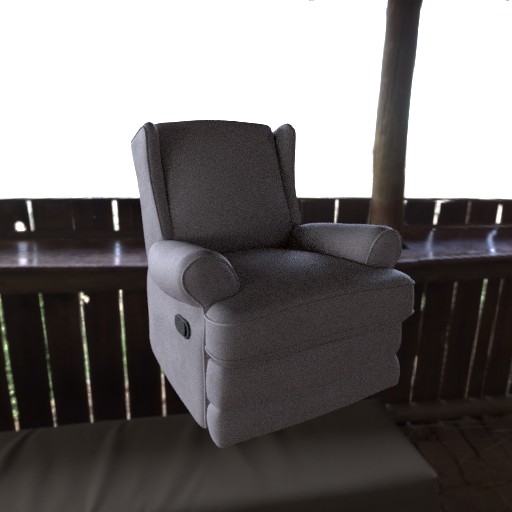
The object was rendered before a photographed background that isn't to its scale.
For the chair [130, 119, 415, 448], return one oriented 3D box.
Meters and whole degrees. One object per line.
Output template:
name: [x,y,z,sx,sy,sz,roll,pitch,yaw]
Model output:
chair: [0.000,0.000,1.691,0.847,1.011,0.969,-9,18,-28]
